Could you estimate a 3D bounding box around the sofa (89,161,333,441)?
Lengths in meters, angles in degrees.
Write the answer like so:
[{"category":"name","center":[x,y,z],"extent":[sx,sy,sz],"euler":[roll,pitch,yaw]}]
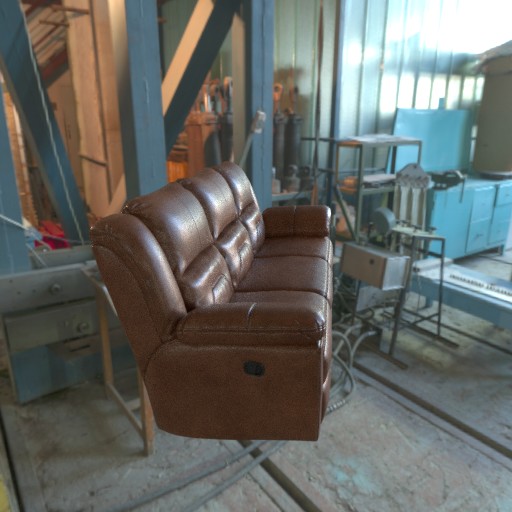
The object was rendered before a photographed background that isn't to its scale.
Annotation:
[{"category":"sofa","center":[0.000,0.000,2.820],"extent":[0.991,1.043,2.337],"euler":[3,18,9]}]
